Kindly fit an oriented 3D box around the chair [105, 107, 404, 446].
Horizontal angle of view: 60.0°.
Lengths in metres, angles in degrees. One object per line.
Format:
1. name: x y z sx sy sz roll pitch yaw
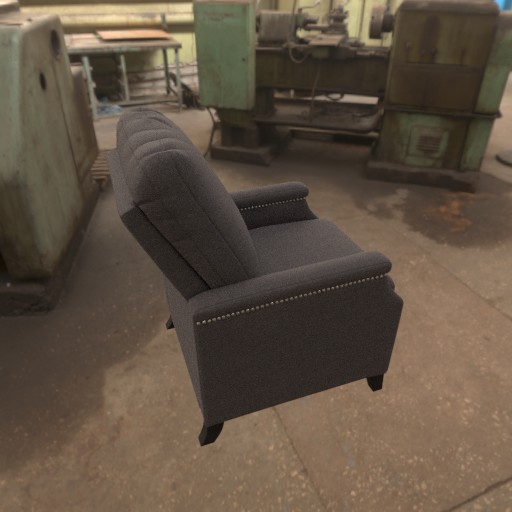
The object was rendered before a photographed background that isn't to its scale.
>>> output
1. chair: 0.000 0.000 1.655 0.922 1.049 0.710 -11 34 -17
